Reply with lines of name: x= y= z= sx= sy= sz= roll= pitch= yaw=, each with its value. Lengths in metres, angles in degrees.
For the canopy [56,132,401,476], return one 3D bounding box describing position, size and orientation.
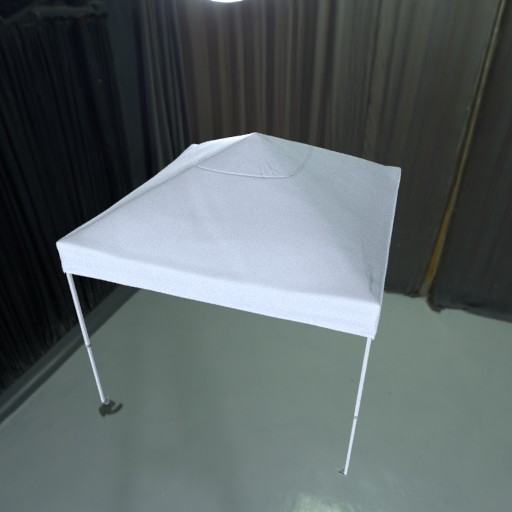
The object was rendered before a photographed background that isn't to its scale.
canopy: x=0.000 y=0.000 z=5.343 sx=2.996 sy=2.997 sz=2.998 roll=10 pitch=34 yaw=15
